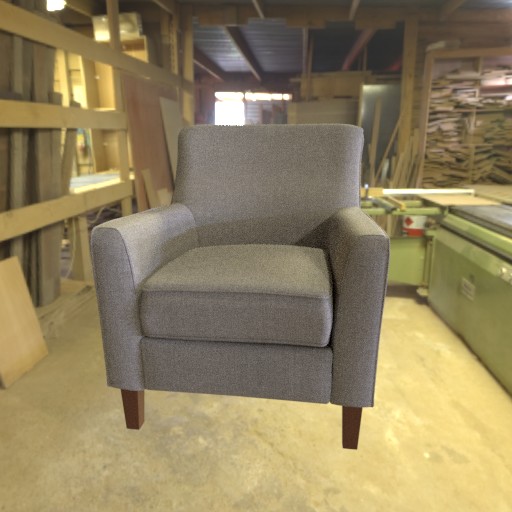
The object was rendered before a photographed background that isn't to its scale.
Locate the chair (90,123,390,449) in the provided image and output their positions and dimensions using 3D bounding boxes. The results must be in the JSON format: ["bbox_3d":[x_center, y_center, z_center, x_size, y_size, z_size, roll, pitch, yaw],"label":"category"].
[{"bbox_3d":[0.000,0.000,1.771,0.887,1.047,0.993,2,14,8],"label":"chair"}]
